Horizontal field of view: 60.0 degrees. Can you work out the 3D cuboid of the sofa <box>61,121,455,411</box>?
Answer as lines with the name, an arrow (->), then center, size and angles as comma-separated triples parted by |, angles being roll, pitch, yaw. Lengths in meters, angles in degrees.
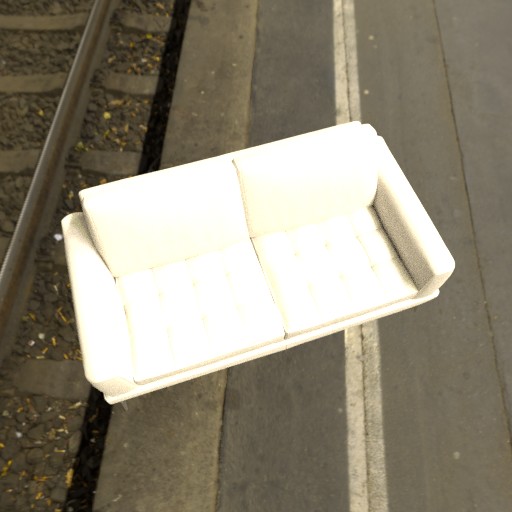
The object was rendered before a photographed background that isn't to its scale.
sofa -> 0.000, 0.000, 2.744 | 2.177, 0.930, 1.121 | -16, 64, -8
